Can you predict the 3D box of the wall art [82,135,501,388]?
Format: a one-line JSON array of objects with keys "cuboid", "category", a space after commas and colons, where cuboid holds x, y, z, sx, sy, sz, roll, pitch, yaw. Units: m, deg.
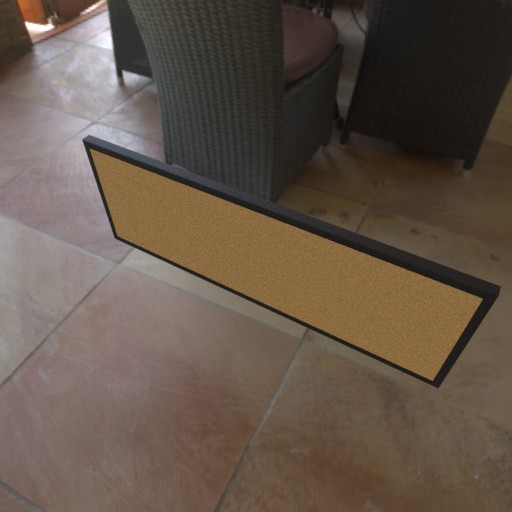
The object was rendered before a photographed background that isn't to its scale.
[{"cuboid": [0.000, 0.000, 1.708, 1.572, 0.554, 0.041, 23, 51, 20], "category": "wall art"}]
